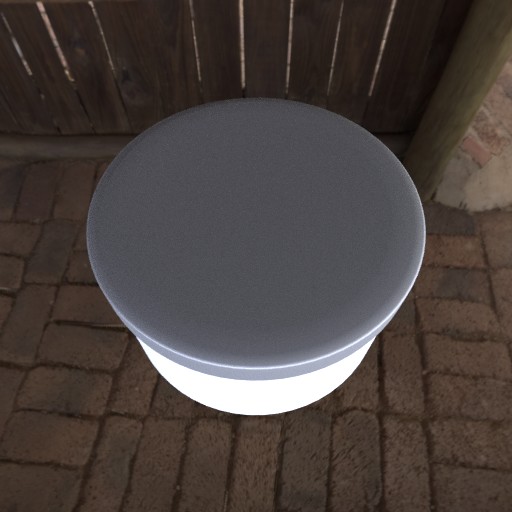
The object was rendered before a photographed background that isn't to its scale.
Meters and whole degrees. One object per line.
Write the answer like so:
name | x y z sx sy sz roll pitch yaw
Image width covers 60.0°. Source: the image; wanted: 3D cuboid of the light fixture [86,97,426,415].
light fixture | 0.000 0.000 0.618 0.393 0.229 0.393 0 58 0
